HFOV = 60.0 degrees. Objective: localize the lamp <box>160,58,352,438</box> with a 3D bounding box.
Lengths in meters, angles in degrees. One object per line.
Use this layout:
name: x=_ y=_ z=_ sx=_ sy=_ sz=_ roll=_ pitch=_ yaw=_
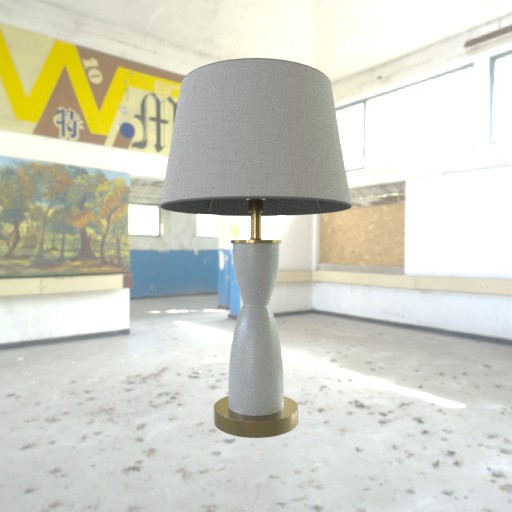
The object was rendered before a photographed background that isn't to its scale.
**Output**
lamp: x=0.000 y=0.000 z=0.731 sx=0.309 sy=0.545 sz=0.309 roll=0 pitch=1 yaw=0
